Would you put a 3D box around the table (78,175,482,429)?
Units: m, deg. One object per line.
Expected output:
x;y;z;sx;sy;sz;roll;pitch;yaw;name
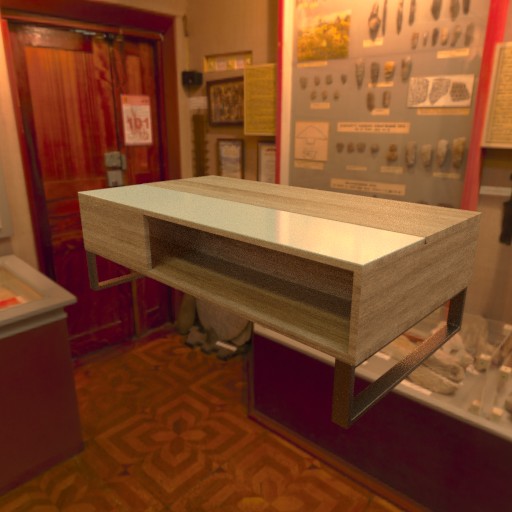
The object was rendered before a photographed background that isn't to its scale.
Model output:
0.000;0.000;1.396;1.100;0.350;0.600;16;24;42;table
